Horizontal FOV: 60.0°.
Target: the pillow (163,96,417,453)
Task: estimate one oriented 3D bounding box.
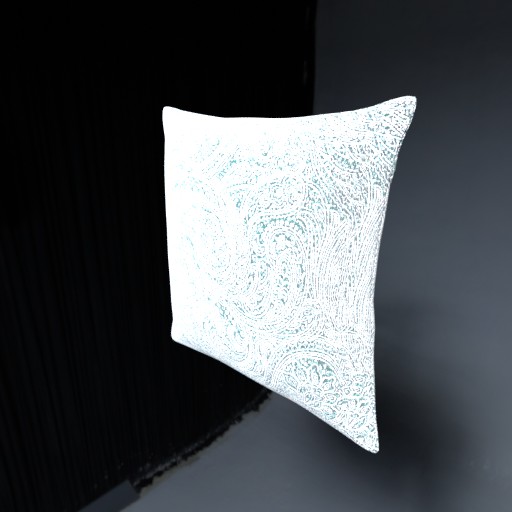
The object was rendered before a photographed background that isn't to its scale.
[{"bbox_3d":[0.000,0.000,0.773,0.526,0.507,0.166,16,23,42],"label":"pillow"}]
